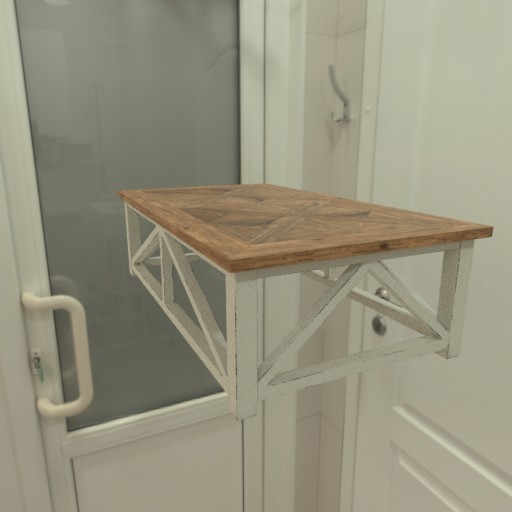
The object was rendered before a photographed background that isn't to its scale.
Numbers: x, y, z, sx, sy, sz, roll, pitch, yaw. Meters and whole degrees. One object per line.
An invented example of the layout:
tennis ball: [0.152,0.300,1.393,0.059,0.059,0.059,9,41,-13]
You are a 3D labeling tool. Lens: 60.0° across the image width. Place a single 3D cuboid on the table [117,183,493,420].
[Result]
table: [0.000,0.000,1.733,0.800,0.410,1.400,-7,16,-25]
